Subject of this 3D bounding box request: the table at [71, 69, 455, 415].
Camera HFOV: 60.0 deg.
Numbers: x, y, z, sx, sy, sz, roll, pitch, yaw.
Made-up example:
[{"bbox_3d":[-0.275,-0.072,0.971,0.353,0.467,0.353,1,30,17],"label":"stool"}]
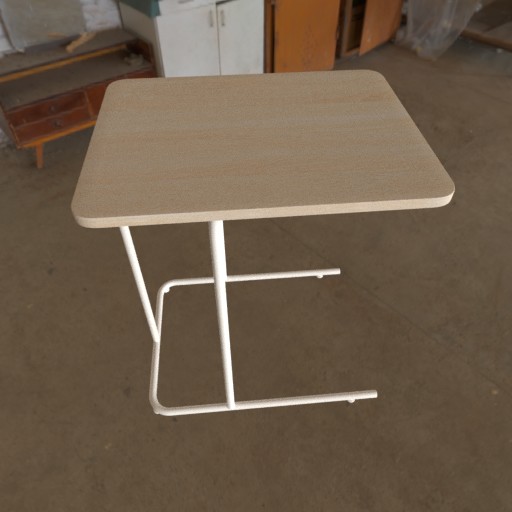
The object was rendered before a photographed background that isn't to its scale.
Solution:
[{"bbox_3d":[0.000,0.000,0.859,0.480,0.550,0.370,-4,46,-4],"label":"table"}]
